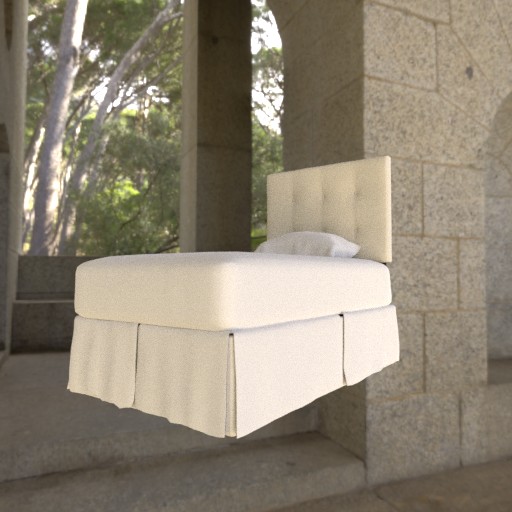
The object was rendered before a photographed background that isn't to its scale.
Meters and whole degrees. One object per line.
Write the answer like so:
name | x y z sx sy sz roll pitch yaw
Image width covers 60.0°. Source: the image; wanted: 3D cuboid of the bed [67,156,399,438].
bed | 0.000 0.000 2.941 1.261 1.571 1.997 -2 -3 37
